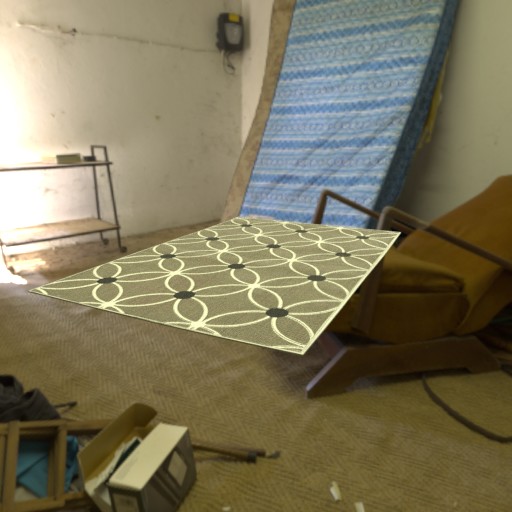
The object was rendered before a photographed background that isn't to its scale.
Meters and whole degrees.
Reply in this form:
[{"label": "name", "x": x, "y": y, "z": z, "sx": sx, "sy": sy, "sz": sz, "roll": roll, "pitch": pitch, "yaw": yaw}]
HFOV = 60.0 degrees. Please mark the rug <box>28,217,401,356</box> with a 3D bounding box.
[{"label": "rug", "x": 0.000, "y": 0.000, "z": 2.942, "sx": 1.522, "sy": 0.008, "sz": 2.284, "roll": 8, "pitch": 18, "yaw": 25}]
